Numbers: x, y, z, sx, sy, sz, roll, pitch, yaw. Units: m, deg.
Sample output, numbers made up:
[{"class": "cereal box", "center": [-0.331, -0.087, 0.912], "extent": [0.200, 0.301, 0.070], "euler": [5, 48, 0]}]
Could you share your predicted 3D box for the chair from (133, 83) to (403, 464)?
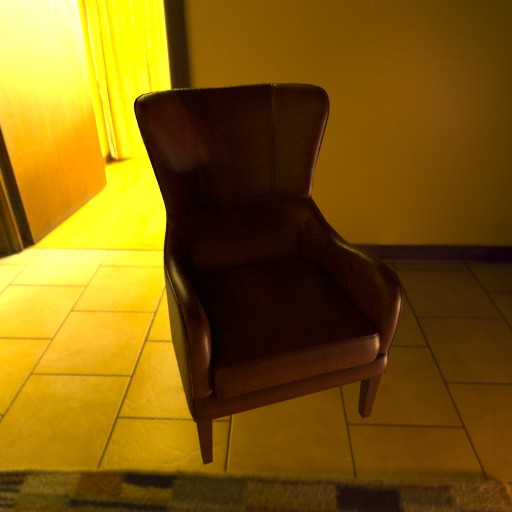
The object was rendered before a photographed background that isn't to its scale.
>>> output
[{"class": "chair", "center": [0.000, 0.000, 1.602], "extent": [0.692, 1.048, 0.914], "euler": [-9, 32, -16]}]
